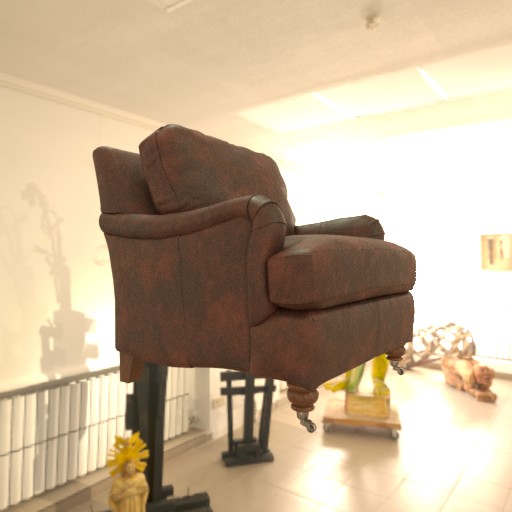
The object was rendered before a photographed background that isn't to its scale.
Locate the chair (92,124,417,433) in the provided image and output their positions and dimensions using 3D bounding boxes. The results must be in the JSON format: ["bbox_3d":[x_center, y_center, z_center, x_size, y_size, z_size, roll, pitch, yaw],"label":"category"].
[{"bbox_3d":[0.000,0.000,1.943,1.156,1.051,0.987,0,0,37],"label":"chair"}]
